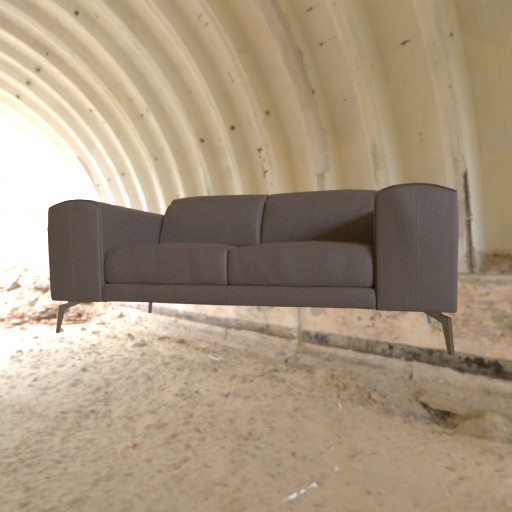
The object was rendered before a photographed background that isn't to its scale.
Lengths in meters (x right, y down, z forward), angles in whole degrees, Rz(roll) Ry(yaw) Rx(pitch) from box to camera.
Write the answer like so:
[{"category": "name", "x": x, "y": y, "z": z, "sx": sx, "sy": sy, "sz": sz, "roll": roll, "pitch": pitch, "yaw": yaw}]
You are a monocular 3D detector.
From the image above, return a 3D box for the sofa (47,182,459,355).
[{"category": "sofa", "x": 0.000, "y": 0.000, "z": 2.383, "sx": 1.895, "sy": 0.779, "sz": 1.003, "roll": 0, "pitch": -1, "yaw": 17}]
